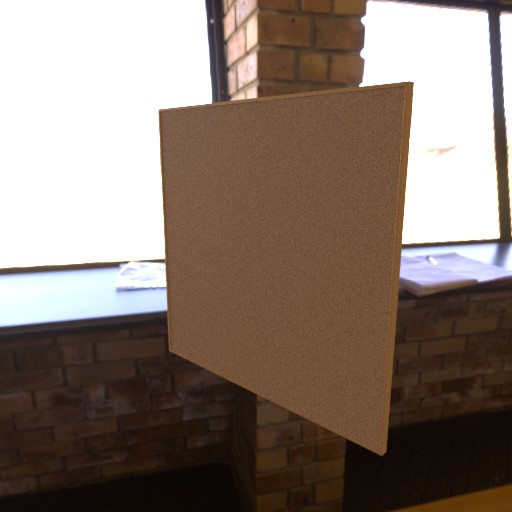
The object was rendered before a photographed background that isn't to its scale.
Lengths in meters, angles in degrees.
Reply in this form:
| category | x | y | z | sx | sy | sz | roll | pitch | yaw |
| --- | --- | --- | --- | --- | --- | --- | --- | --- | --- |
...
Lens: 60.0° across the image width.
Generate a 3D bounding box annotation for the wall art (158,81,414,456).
| category | x | y | z | sx | sy | sz | roll | pitch | yaw |
| --- | --- | --- | --- | --- | --- | --- | --- | --- | --- |
| wall art | 0.000 | 0.000 | 0.676 | 0.457 | 0.455 | 0.013 | 12 | 18 | 42 |
